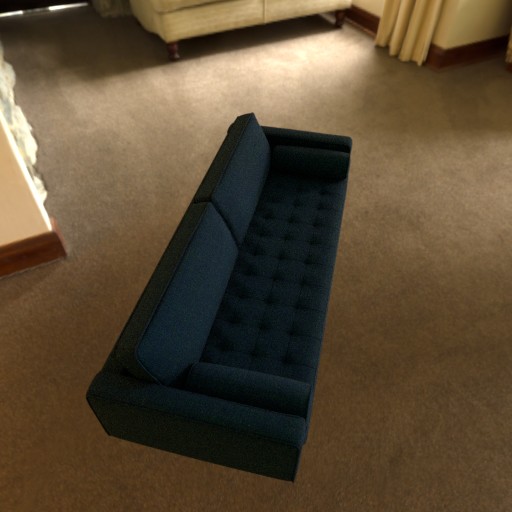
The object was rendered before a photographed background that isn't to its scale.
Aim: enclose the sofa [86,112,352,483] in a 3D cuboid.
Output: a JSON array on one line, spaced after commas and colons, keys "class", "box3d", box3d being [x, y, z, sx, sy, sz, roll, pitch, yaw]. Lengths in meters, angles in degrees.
[{"class": "sofa", "box3d": [0.000, 0.000, 2.582, 0.914, 0.762, 2.210, 10, 47, 9]}]
